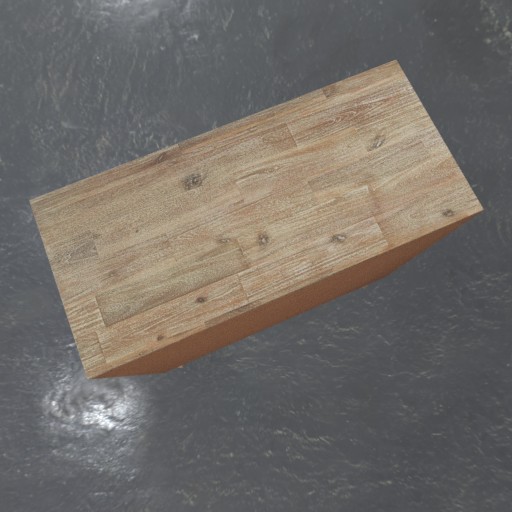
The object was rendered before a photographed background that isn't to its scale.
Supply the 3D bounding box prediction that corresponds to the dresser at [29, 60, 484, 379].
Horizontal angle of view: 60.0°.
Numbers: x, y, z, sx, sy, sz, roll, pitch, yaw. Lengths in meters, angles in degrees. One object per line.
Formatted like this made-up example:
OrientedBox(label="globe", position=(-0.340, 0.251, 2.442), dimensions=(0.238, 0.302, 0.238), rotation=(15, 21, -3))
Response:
OrientedBox(label="dresser", position=(0.000, 0.000, 1.567), dimensions=(0.998, 1.029, 0.455), rotation=(-23, 77, -5))
